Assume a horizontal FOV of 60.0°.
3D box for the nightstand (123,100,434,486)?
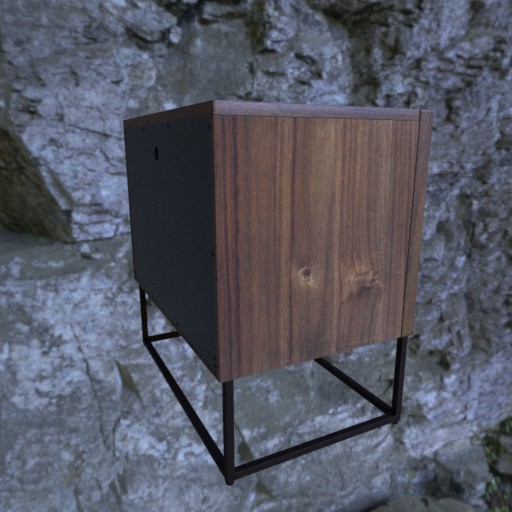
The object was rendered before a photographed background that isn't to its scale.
[{"bbox_3d":[0.000,0.000,1.012,0.437,0.610,0.610,-7,16,-26],"label":"nightstand"}]
